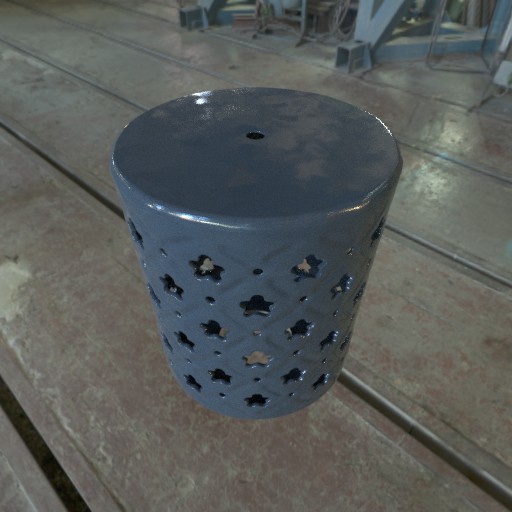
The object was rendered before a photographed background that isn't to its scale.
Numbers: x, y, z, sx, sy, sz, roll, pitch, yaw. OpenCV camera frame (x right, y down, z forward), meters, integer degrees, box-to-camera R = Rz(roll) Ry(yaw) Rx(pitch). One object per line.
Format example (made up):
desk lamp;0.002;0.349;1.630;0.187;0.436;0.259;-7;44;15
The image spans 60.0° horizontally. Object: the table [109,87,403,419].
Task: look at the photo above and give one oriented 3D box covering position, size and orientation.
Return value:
table;0.000;0.000;0.663;0.352;0.387;0.352;0;41;0
